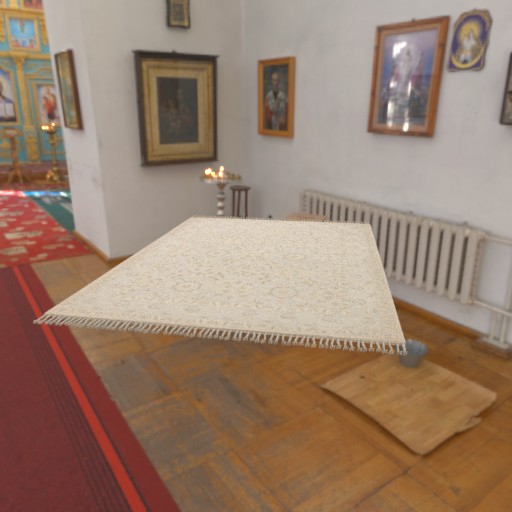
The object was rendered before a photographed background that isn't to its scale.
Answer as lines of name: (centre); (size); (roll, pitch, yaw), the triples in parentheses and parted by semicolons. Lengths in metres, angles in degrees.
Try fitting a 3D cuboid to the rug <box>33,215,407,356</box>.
rug: (0.000, 0.000, 2.230); (1.223, 0.015, 1.771); (3, 17, 10)
